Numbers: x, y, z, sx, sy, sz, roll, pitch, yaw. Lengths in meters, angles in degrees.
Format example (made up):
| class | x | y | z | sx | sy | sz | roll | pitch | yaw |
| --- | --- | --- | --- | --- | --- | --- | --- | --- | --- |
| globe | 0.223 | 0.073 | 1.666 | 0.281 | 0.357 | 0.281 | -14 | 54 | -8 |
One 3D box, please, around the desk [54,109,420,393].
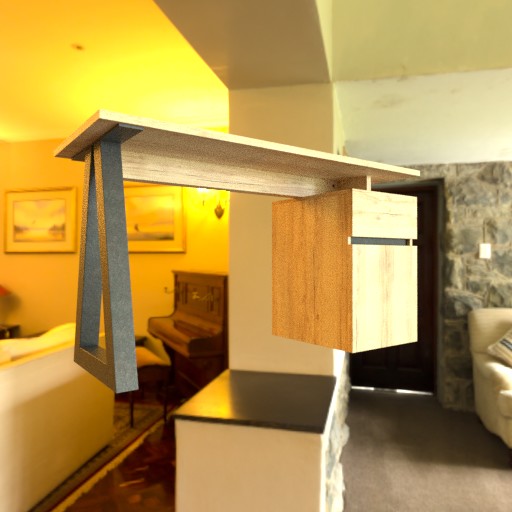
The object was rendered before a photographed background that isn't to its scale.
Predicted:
| class | x | y | z | sx | sy | sz | roll | pitch | yaw |
| --- | --- | --- | --- | --- | --- | --- | --- | --- | --- |
| desk | 0.000 | 0.000 | 1.782 | 1.400 | 0.760 | 0.550 | 0 | 0 | -36 |
